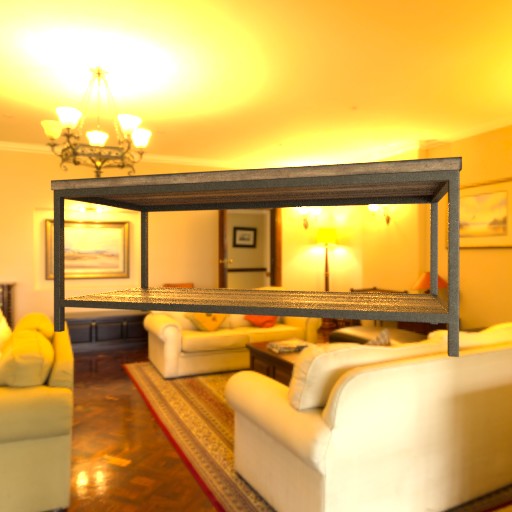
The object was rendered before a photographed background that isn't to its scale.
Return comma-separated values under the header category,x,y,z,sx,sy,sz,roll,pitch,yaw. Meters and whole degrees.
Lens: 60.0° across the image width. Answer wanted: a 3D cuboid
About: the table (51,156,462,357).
category,x,y,z,sx,sy,sz,roll,pitch,yaw
table,0.000,0.000,1.238,0.990,0.399,0.452,0,0,17
